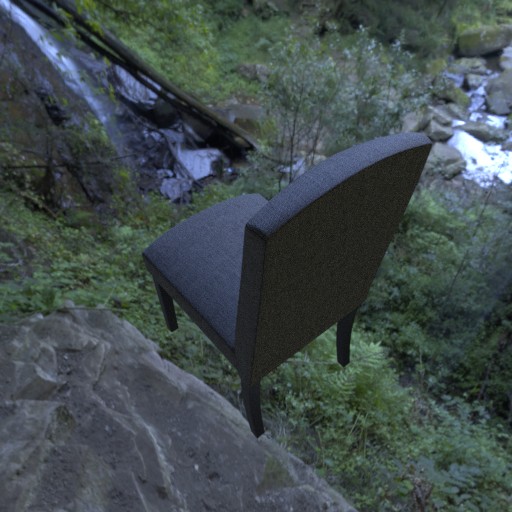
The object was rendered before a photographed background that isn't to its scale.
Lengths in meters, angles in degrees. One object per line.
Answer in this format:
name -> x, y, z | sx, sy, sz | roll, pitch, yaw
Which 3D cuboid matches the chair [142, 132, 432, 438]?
chair -> 0.000, 0.000, 1.233 | 0.451, 0.917, 0.580 | -31, 54, -26
